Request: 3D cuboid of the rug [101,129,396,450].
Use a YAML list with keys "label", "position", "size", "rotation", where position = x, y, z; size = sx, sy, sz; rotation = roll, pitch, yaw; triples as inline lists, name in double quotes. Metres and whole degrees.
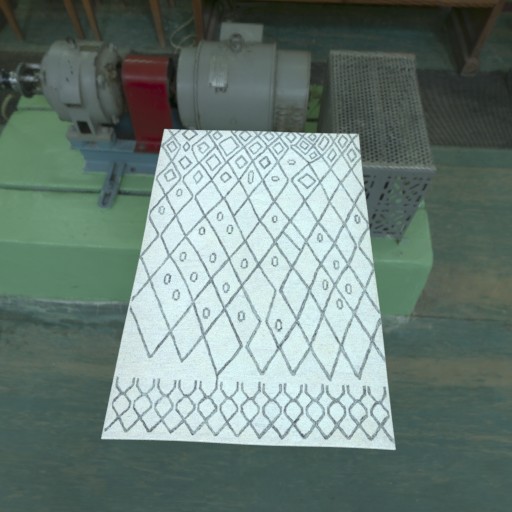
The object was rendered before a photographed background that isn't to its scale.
- label: "rug"
  position: [0.000, 0.000, 2.306]
  size: [1.222, 0.015, 1.828]
  rotation: [2, 59, 1]
